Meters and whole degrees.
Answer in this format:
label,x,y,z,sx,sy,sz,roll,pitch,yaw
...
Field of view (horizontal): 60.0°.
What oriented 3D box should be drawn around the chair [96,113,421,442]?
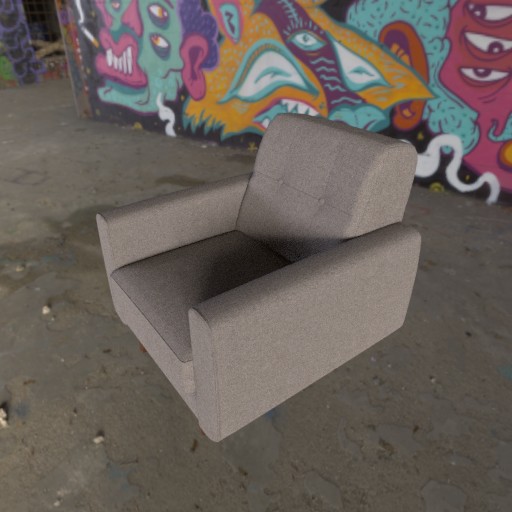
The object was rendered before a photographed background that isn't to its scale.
label,x,y,z,sx,sy,sz,roll,pitch,yaw
chair,0.000,0.000,1.607,0.907,0.839,0.831,-20,36,-31
